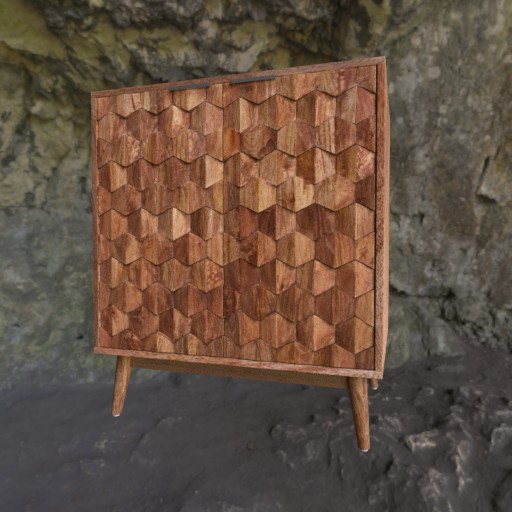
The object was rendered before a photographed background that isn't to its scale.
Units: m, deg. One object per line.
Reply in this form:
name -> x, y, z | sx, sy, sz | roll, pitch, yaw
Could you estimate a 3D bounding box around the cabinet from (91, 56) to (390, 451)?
cabinet -> 0.000, 0.000, 1.144 | 0.647, 0.758, 0.473 | 1, 2, 18
